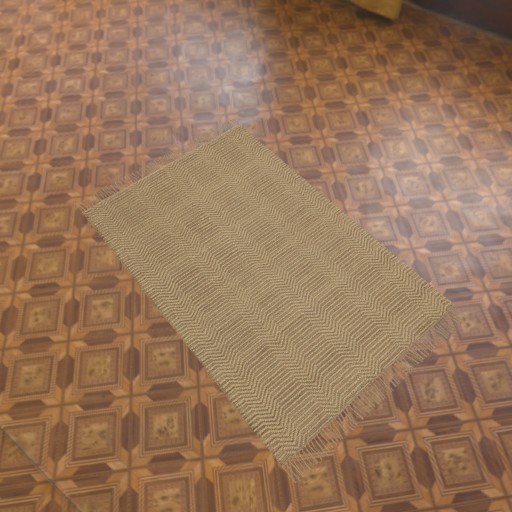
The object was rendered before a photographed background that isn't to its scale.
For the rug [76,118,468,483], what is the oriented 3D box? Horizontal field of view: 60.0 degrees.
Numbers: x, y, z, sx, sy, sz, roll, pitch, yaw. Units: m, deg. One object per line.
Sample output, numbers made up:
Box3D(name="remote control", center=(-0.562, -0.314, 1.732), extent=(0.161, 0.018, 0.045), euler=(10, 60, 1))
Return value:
Box3D(name="rug", center=(0.000, 0.000, 3.143), extent=(1.528, 0.034, 2.523), euler=(-35, 64, -20))
